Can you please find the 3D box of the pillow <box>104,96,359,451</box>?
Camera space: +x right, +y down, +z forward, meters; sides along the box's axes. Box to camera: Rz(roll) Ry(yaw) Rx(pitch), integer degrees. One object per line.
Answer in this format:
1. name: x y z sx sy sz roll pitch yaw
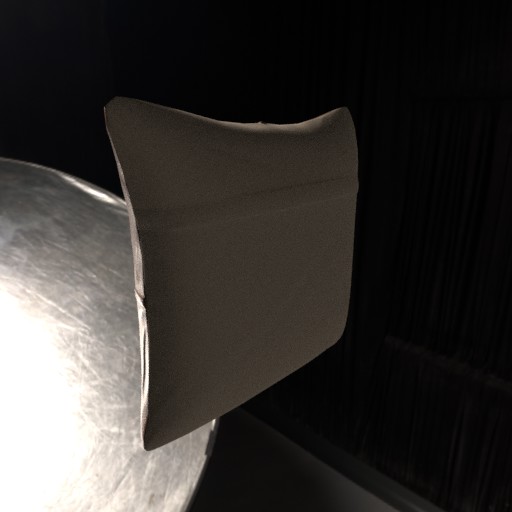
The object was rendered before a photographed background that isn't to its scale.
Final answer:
1. pillow: 0.000 0.000 0.712 0.192 0.470 0.484 16 24 41
